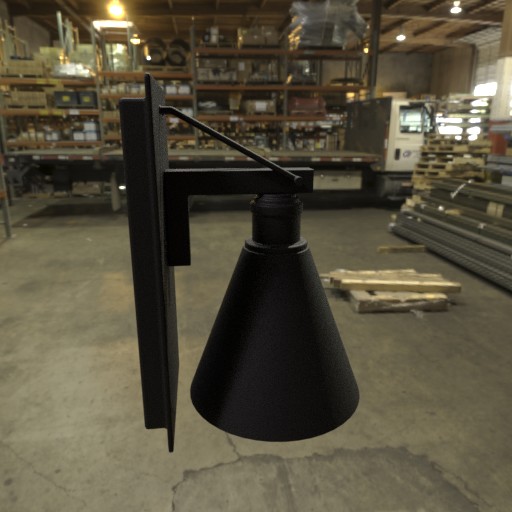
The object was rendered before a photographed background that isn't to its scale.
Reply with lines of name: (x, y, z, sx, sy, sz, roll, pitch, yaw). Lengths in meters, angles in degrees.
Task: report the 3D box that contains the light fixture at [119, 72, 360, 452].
light fixture: (0.000, 0.000, 0.412, 0.207, 0.298, 0.170, -2, 16, -7)
